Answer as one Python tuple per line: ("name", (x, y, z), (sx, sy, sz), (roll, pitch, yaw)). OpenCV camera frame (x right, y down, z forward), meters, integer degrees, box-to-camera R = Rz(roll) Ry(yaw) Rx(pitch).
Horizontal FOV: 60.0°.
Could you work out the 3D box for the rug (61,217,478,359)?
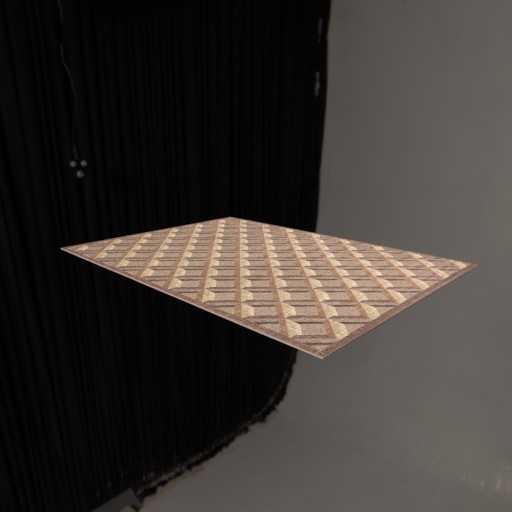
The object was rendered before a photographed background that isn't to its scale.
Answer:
("rug", (0.000, 0.000, 4.275), (3.294, 0.018, 2.382), (15, 21, 42))
